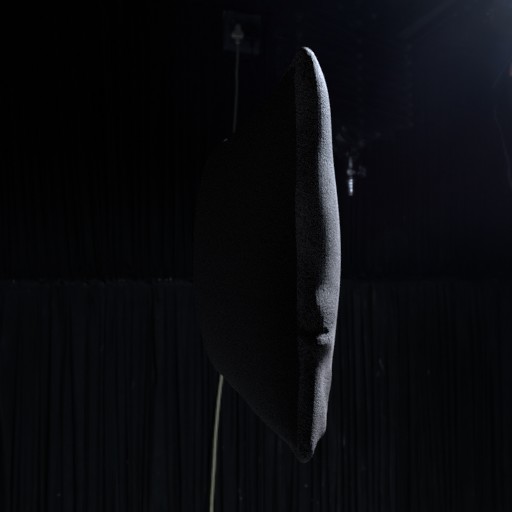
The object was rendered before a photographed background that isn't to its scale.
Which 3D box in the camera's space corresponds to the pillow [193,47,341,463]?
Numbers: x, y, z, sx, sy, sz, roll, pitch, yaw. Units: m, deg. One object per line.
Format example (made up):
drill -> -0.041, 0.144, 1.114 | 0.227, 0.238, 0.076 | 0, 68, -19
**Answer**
pillow -> 0.000, 0.000, 0.788 | 0.204, 0.520, 0.522 | 0, 0, -18
